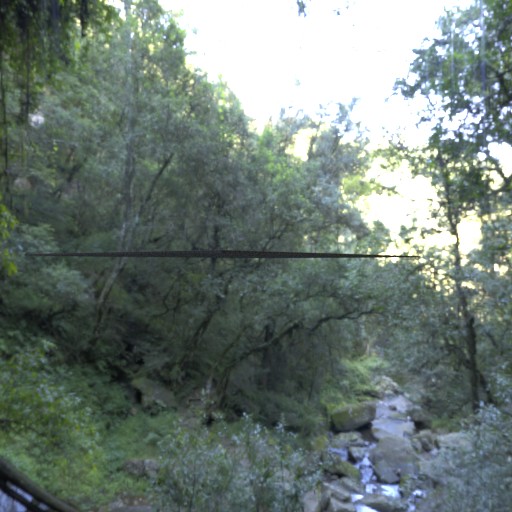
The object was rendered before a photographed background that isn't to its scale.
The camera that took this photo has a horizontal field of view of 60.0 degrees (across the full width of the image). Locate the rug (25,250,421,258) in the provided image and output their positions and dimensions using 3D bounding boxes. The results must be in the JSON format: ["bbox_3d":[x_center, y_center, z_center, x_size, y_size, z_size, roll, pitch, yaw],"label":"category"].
[{"bbox_3d":[0.000,0.000,3.091,1.526,0.012,2.444,-1,-1,37],"label":"rug"}]
